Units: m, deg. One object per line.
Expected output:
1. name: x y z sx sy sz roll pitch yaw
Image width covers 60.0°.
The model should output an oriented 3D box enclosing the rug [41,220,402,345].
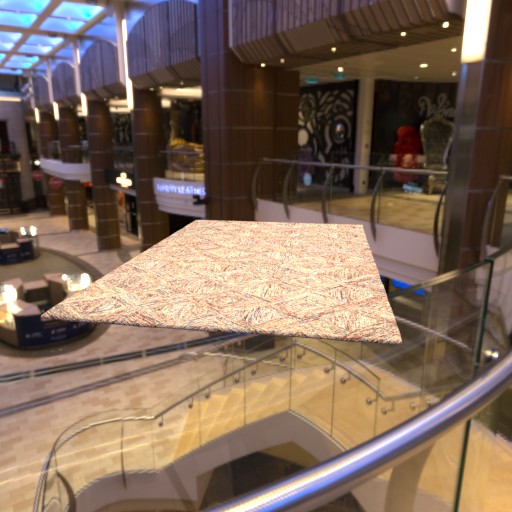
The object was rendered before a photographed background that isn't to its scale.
1. rug: 0.000 0.000 2.177 1.143 0.014 1.761 2 15 9
